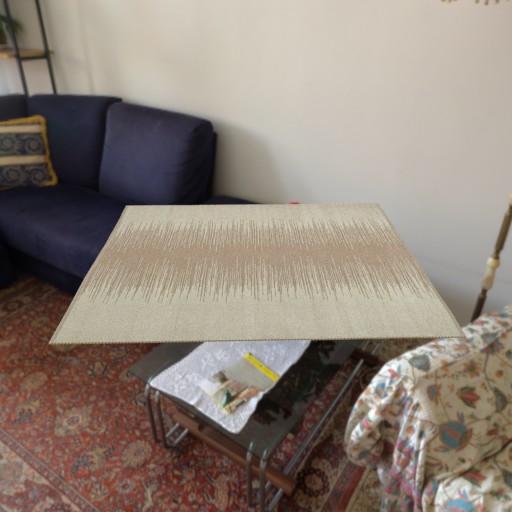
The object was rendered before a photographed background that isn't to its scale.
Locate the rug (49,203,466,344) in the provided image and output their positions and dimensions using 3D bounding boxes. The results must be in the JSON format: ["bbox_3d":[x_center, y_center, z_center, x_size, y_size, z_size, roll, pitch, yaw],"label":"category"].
[{"bbox_3d":[0.000,0.000,4.264,3.048,0.013,2.438,-1,30,-1],"label":"rug"}]
